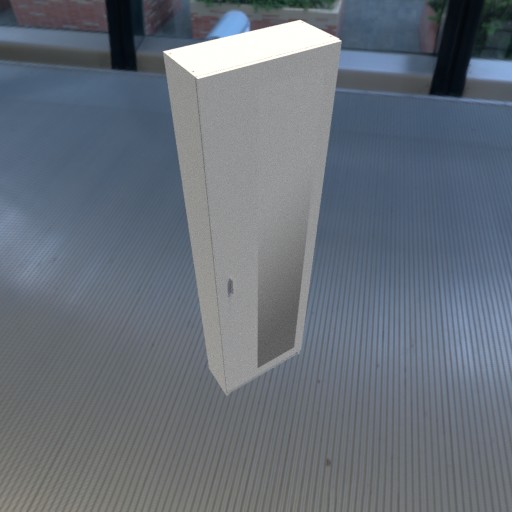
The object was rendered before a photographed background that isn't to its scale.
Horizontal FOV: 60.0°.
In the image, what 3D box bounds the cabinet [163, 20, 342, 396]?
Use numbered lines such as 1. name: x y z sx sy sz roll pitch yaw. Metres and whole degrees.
1. cabinet: 0.000 0.000 1.965 0.500 1.790 0.230 -25 50 -22
